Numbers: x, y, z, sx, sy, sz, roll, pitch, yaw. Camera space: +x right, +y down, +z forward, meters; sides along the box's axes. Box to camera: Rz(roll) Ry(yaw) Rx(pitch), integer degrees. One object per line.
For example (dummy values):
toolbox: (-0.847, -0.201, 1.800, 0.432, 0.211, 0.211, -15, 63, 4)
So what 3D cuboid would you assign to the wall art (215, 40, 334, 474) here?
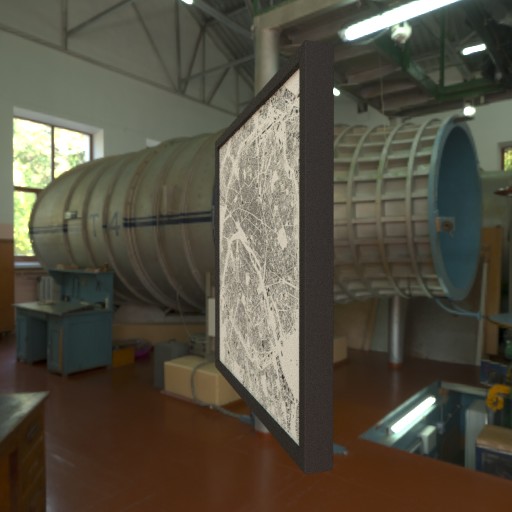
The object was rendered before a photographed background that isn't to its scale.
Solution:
wall art: (0.000, 0.000, 0.764, 0.037, 0.508, 0.508, 0, 1, -17)
